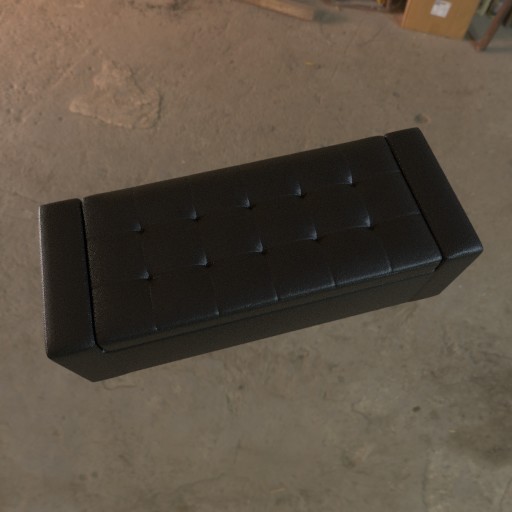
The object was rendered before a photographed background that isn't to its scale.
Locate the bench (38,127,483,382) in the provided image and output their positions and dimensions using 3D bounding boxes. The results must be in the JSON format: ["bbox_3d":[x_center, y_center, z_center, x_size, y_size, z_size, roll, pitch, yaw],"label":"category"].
[{"bbox_3d":[0.000,0.000,1.542,1.296,0.445,0.508,-13,65,-6],"label":"bench"}]
